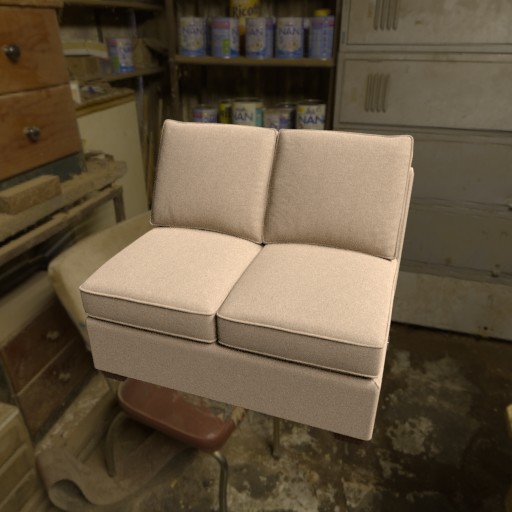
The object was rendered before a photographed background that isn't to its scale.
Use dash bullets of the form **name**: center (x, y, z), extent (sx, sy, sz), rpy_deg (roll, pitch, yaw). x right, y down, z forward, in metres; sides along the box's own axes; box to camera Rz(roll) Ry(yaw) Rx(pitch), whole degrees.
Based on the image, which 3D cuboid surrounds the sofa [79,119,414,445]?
- **sofa**: center (0.000, 0.000, 1.983), extent (1.237, 1.008, 0.951), rpy_deg (9, 28, 17)
